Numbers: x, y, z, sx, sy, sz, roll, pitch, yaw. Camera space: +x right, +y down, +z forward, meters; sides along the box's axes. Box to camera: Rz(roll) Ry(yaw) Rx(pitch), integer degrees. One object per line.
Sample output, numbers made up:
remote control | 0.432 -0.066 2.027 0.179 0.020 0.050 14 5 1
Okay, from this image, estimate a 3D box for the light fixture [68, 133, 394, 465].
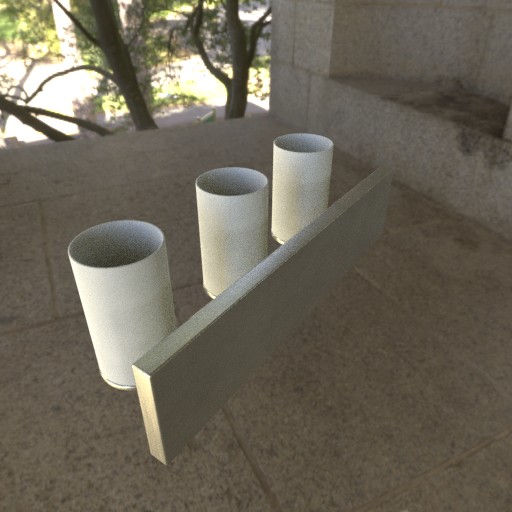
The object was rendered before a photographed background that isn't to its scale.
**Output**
light fixture | 0.000 0.000 0.515 0.145 0.172 0.451 21 39 29
